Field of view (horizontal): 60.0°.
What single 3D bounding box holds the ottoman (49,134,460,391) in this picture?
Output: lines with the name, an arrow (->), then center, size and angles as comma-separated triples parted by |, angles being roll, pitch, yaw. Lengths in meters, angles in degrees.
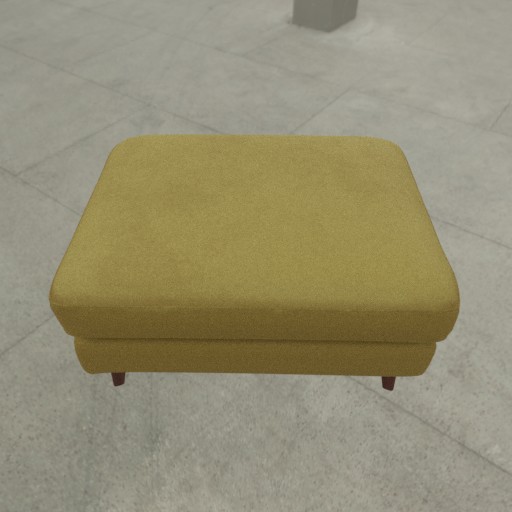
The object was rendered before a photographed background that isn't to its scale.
ottoman -> 0.000, 0.000, 1.137 | 0.811, 0.449, 0.608 | 1, 46, 1
